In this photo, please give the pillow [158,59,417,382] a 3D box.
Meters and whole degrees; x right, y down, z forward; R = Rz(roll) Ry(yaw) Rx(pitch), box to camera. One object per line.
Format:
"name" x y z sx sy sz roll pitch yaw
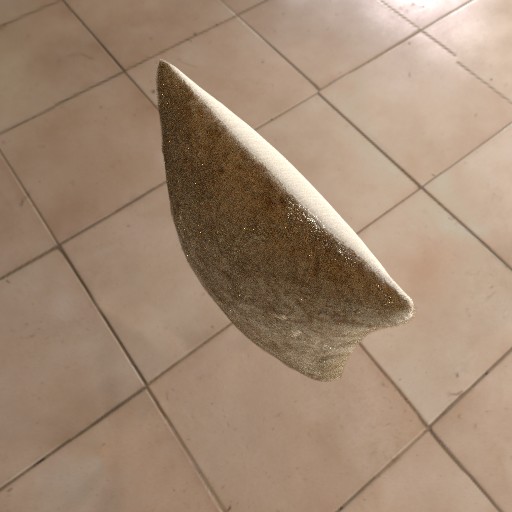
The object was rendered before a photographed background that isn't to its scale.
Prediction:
"pillow" 0.000 0.000 0.820 0.216 0.525 0.538 -35 69 -15
